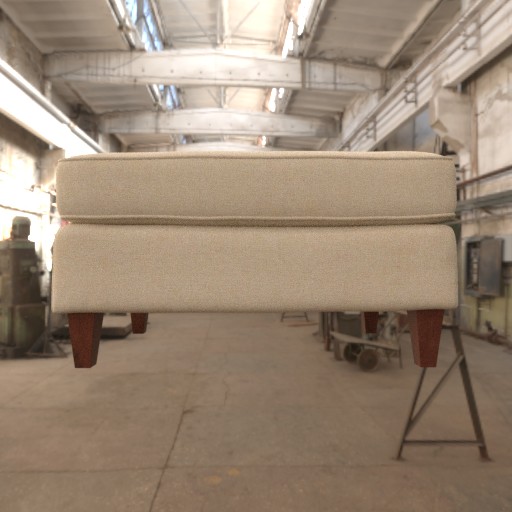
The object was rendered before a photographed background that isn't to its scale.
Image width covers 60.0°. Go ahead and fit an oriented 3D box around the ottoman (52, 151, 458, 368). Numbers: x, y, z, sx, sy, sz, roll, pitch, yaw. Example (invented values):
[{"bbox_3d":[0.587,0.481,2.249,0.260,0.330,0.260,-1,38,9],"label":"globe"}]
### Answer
[{"bbox_3d":[0.000,0.000,1.193,0.862,0.484,0.583,0,-1,-1],"label":"ottoman"}]
